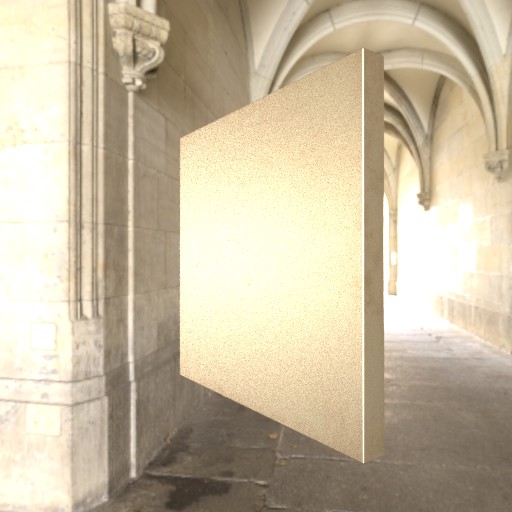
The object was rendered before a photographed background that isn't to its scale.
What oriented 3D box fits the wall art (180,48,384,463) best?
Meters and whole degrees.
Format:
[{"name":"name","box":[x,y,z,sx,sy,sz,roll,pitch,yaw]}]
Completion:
[{"name":"wall art","box":[0.000,0.000,0.754,0.040,0.506,0.503,0,0,-36]}]
